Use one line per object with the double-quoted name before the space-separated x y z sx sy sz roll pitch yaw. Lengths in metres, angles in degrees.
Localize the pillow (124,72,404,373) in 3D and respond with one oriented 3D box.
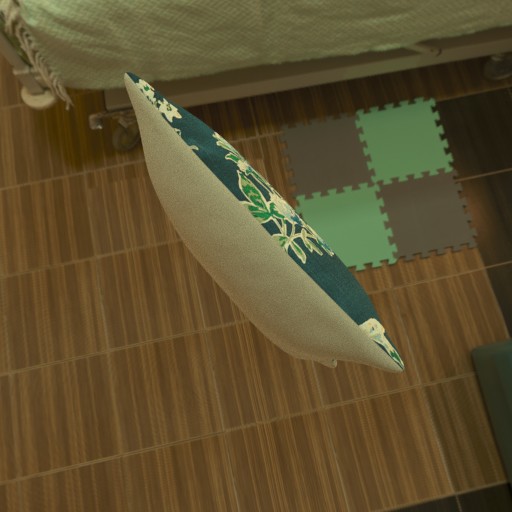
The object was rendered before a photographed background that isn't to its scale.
"pillow" 0.000 0.000 0.798 0.166 0.508 0.525 -41 79 -9
